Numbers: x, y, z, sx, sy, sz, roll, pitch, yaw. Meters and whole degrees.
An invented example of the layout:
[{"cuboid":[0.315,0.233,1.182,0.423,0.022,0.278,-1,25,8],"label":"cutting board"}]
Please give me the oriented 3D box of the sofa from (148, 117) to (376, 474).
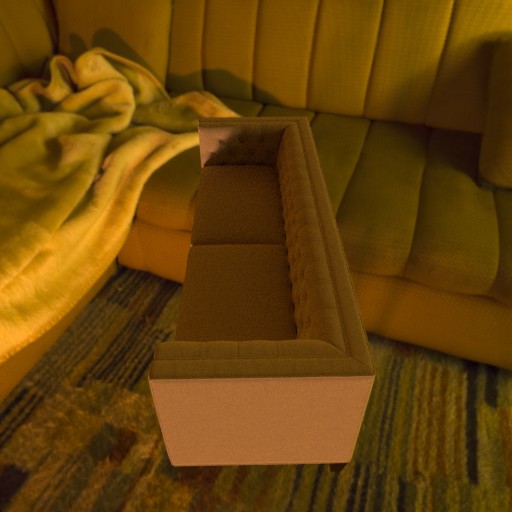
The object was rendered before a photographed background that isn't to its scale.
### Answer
[{"cuboid":[0.000,0.000,2.540,0.775,0.762,2.159,-1,40,-1],"label":"sofa"}]
